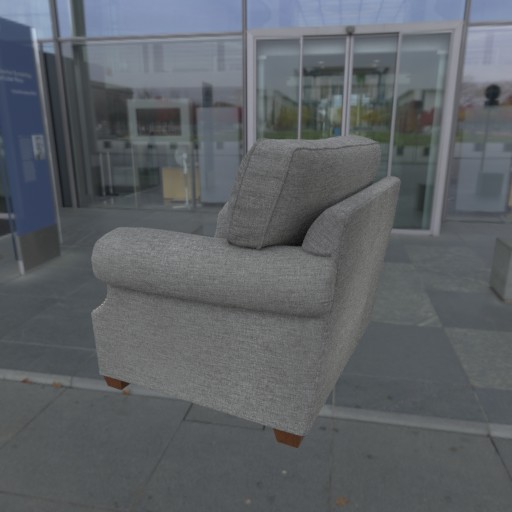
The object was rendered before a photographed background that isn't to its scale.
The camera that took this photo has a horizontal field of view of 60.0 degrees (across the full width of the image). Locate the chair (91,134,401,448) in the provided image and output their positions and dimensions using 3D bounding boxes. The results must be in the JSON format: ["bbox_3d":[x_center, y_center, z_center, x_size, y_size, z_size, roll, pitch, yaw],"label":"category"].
[{"bbox_3d":[0.000,0.000,1.820,0.965,0.961,1.092,8,18,25],"label":"chair"}]
